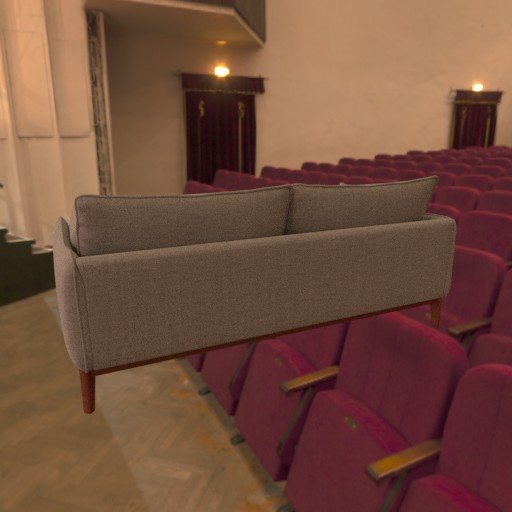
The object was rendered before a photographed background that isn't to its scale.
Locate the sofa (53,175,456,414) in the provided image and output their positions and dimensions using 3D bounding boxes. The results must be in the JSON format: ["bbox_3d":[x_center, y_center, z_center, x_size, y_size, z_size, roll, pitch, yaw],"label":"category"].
[{"bbox_3d":[0.000,0.000,2.394,1.989,0.851,0.972,-7,16,-25],"label":"sofa"}]
